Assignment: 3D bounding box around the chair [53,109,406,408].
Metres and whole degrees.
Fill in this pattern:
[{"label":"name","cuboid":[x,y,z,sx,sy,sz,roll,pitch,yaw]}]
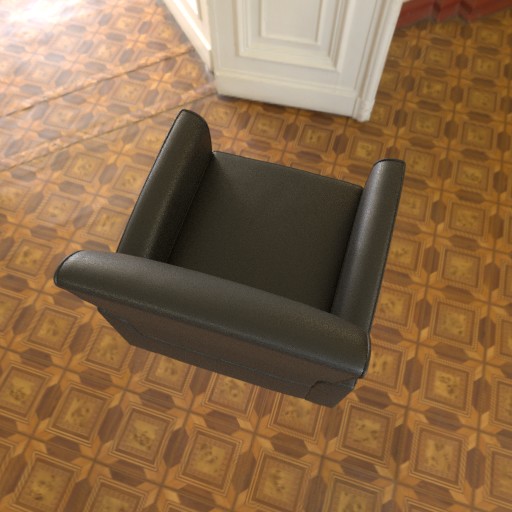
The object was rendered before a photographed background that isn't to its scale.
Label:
[{"label":"chair","cuboid":[0.000,0.000,1.529,0.820,0.916,0.819,15,64,8]}]
